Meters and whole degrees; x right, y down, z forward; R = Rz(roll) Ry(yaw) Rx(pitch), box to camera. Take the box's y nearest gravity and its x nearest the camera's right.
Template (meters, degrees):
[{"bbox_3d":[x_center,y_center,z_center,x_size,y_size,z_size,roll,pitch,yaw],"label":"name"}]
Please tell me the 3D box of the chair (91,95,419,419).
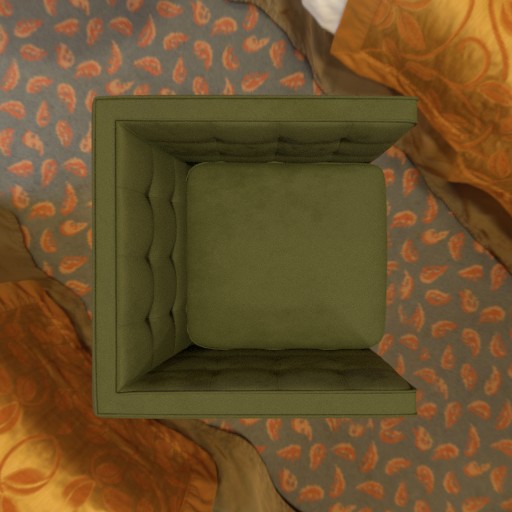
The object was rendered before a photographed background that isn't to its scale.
[{"bbox_3d":[0.000,0.000,1.547,0.894,0.790,0.880,0,90,0],"label":"chair"}]
